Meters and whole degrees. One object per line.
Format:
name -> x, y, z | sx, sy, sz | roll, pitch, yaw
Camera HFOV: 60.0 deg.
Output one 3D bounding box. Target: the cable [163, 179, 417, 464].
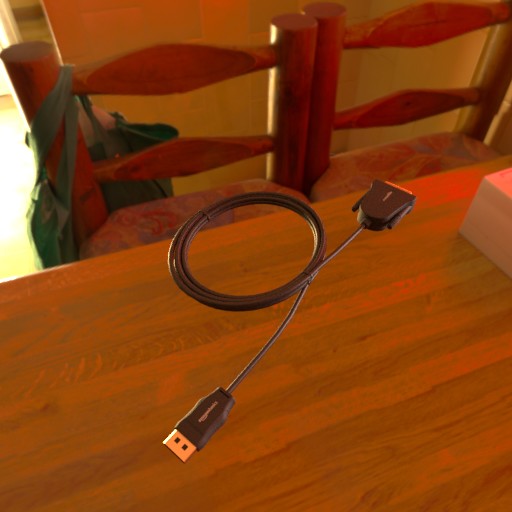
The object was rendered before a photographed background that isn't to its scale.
cable -> 0.000, 0.000, 0.339 | 0.136, 0.015, 0.281 | 31, 54, 26
